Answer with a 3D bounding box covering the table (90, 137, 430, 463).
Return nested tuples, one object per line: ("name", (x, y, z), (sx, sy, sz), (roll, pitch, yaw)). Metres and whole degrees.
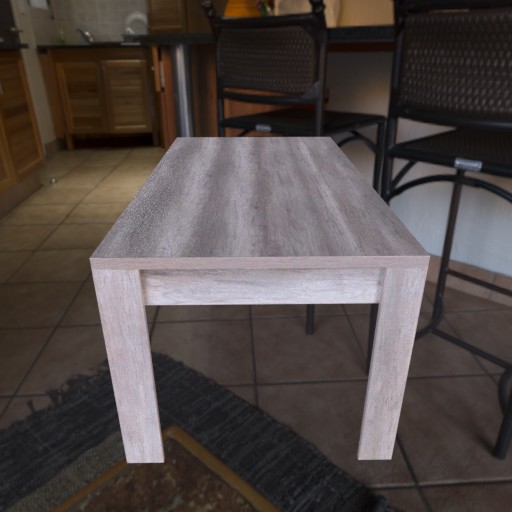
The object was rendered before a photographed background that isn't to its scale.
("table", (0.000, 0.000, 2.058), (0.900, 0.775, 1.600), (0, 26, -1))
